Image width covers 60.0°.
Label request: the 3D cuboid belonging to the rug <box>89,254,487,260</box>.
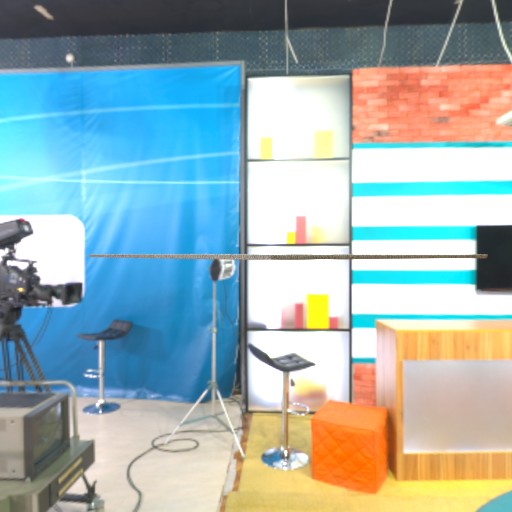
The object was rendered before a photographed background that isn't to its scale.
[{"bbox_3d":[0.000,0.000,3.475,1.800,0.025,2.699,0,0,-36],"label":"rug"}]
